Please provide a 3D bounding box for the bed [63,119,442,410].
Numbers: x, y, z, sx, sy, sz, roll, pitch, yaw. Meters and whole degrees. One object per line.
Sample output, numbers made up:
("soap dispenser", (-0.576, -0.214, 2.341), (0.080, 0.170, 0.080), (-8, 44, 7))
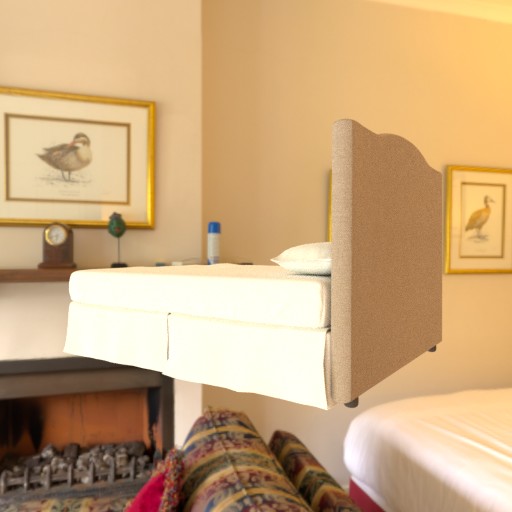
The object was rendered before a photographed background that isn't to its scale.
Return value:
("bed", (0.000, 0.000, 3.356), (2.282, 1.436, 1.821), (0, 0, 36))
